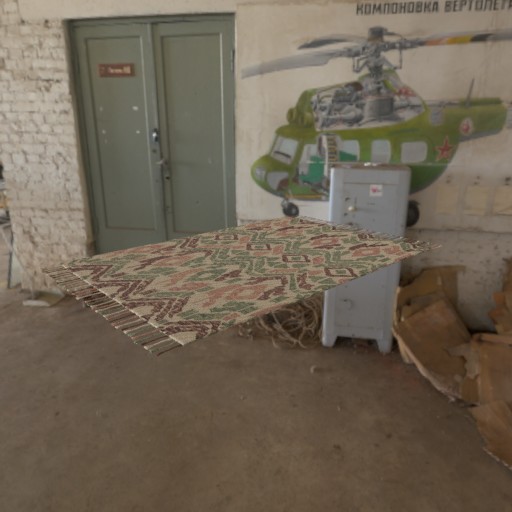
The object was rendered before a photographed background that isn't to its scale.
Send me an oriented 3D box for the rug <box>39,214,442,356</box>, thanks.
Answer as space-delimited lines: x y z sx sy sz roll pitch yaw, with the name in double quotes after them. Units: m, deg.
0.000 0.000 3.088 2.438 0.011 1.524 -15 23 -40 "rug"
